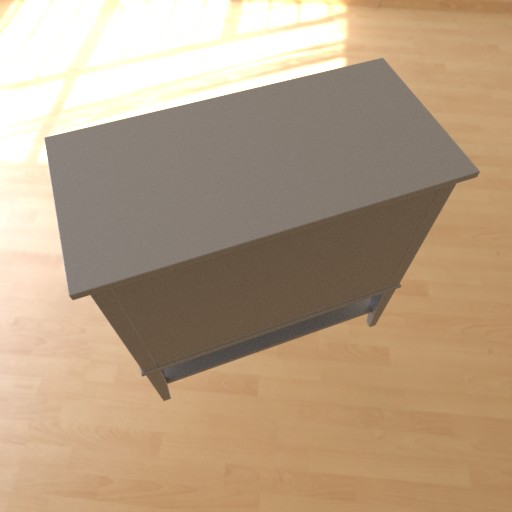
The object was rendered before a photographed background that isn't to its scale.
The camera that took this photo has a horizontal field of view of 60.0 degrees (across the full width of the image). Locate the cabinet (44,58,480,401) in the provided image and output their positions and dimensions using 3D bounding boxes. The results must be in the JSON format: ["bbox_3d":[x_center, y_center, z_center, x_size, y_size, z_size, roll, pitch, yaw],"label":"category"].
[{"bbox_3d":[0.000,0.000,1.232,0.801,0.780,0.396,-17,59,-11],"label":"cabinet"}]
